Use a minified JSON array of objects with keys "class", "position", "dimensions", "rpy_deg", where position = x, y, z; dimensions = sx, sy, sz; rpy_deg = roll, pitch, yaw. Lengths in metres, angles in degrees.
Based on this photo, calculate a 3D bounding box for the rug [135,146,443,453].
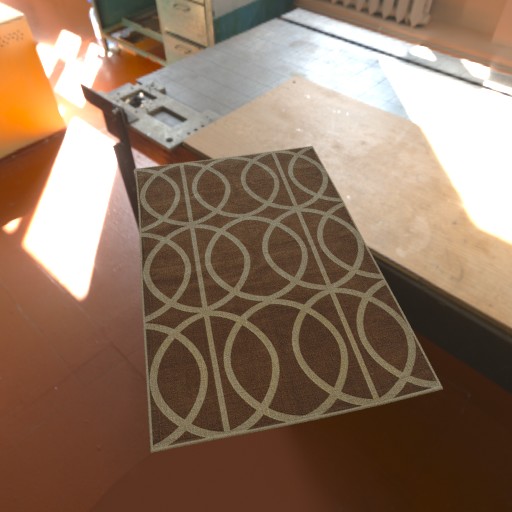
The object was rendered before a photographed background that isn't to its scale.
[{"class":"rug","position":[0.000,0.000,2.963],"dimensions":[1.526,0.014,2.290],"rpy_deg":[-9,48,-8]}]
